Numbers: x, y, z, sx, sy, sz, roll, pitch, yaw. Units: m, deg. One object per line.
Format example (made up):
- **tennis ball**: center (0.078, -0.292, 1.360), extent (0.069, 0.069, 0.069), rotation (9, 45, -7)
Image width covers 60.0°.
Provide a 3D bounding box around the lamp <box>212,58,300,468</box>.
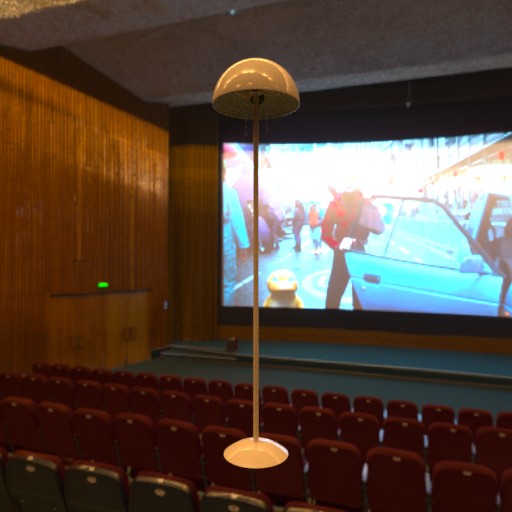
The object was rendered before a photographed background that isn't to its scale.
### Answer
- **lamp**: center (0.000, 0.000, 1.667), extent (0.328, 1.480, 0.328), rotation (0, 0, 19)
